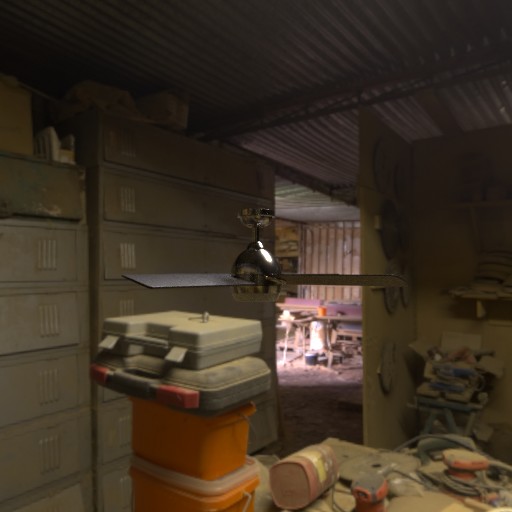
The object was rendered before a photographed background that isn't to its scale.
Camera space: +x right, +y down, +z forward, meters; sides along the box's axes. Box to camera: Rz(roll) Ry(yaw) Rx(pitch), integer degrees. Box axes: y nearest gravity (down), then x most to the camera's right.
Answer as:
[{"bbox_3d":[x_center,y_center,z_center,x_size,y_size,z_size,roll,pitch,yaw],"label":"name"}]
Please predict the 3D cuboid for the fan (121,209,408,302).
[{"bbox_3d":[0.000,0.000,1.994,1.332,0.403,1.332,-2,-3,38],"label":"fan"}]
